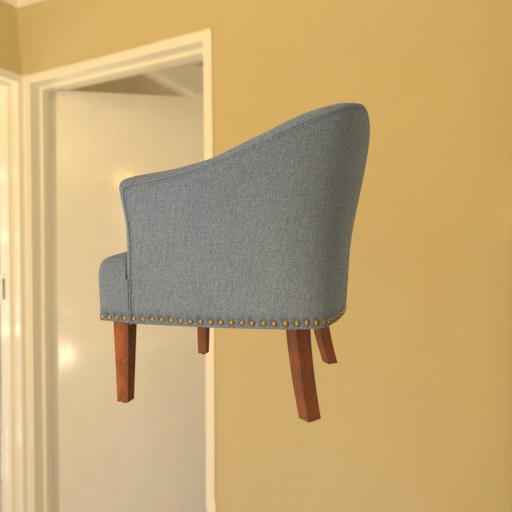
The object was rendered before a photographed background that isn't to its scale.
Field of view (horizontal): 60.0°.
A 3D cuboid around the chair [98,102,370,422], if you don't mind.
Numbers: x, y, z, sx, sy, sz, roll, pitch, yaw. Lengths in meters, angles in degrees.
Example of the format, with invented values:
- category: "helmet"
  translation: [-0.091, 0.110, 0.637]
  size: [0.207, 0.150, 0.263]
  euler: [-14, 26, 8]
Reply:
- category: "chair"
  translation: [0.000, 0.000, 1.423]
  size: [0.704, 0.815, 0.798]
  euler: [0, 1, 15]
